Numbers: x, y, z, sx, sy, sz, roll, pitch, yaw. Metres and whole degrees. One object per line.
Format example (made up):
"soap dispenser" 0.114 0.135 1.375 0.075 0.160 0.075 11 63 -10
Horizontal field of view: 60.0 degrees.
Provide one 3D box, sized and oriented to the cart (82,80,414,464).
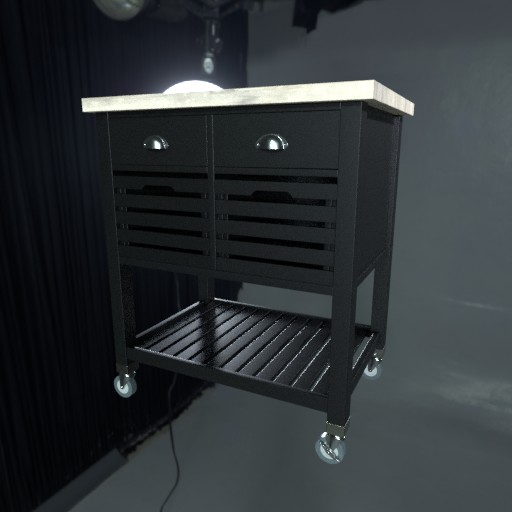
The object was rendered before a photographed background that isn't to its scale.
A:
"cart" 0.000 0.000 1.391 0.797 0.920 0.567 7 16 26
